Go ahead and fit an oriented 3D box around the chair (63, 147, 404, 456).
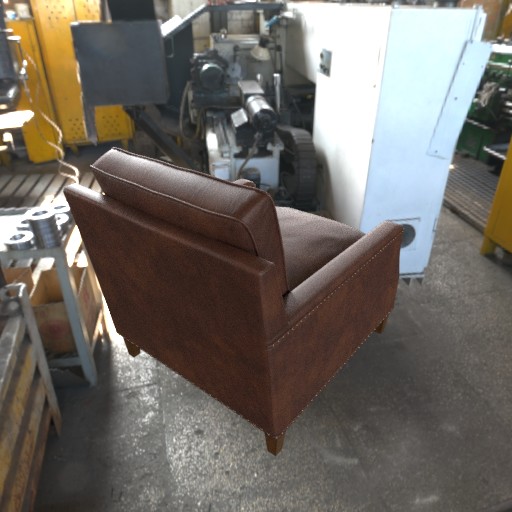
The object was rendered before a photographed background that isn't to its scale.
[{"bbox_3d":[0.000,0.000,1.749,0.853,0.929,1.014,22,37,33],"label":"chair"}]
